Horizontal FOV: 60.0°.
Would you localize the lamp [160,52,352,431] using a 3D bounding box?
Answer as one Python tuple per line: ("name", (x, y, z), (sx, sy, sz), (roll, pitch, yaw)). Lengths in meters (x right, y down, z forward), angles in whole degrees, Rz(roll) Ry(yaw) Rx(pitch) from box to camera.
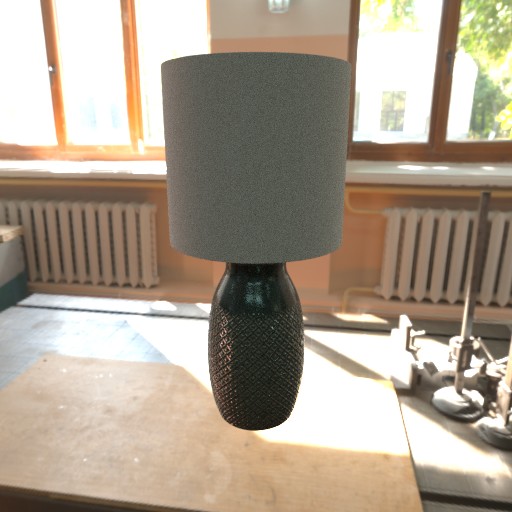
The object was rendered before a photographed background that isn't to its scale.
("lamp", (0.000, 0.000, 0.574), (0.217, 0.453, 0.217), (15, 22, 42))
